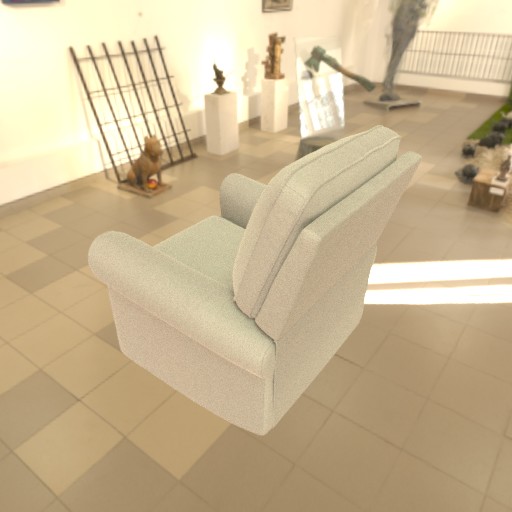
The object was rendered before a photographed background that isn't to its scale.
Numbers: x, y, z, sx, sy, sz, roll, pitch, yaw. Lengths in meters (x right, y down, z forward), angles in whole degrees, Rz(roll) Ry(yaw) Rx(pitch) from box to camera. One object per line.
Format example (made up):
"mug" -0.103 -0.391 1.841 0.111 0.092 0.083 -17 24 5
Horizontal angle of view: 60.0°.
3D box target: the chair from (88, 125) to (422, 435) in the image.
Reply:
"chair" 0.000 0.000 1.667 0.878 0.960 0.890 21 37 30
